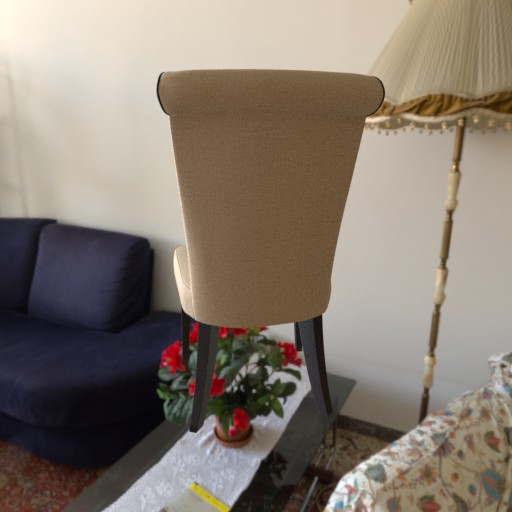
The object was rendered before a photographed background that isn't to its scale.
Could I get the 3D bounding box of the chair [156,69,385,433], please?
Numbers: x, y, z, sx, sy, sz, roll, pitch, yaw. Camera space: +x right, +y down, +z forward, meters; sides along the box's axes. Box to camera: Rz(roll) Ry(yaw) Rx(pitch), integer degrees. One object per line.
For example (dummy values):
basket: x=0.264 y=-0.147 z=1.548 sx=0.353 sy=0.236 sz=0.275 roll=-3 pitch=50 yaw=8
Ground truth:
chair: x=0.000 y=0.000 z=1.359 sx=0.522 sy=0.997 sz=0.623 roll=-3 pitch=16 yaw=-9
